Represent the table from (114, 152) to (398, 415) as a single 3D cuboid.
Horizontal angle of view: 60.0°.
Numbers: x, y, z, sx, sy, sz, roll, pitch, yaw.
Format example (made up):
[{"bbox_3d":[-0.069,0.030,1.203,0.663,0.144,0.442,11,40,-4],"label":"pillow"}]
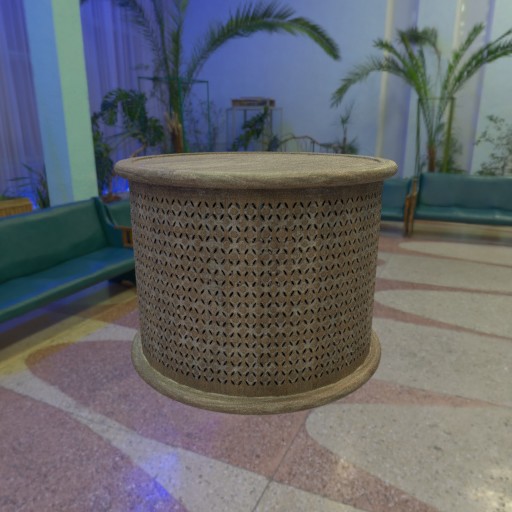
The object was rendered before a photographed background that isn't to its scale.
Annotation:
[{"bbox_3d":[0.000,0.000,1.052,0.607,0.450,0.607,0,16,0],"label":"table"}]
